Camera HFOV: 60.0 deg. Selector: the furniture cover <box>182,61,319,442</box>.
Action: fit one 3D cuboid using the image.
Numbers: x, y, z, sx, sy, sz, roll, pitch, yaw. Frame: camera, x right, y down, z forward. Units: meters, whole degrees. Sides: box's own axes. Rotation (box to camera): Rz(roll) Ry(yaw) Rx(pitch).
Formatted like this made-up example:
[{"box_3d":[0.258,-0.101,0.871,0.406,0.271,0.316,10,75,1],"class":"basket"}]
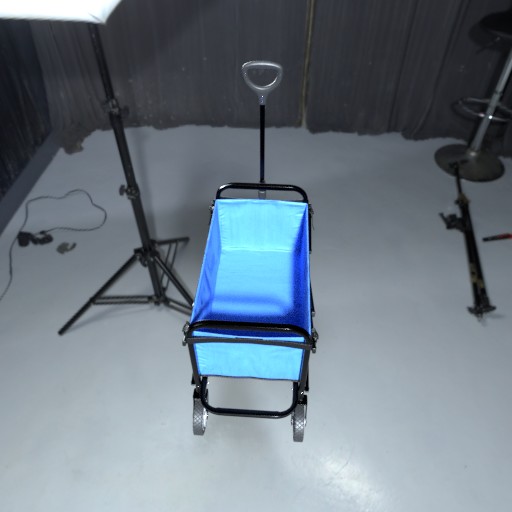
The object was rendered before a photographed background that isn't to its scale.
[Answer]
[{"box_3d":[0.000,0.000,1.835,0.532,1.295,1.038,3,45,3],"class":"furniture cover"}]
